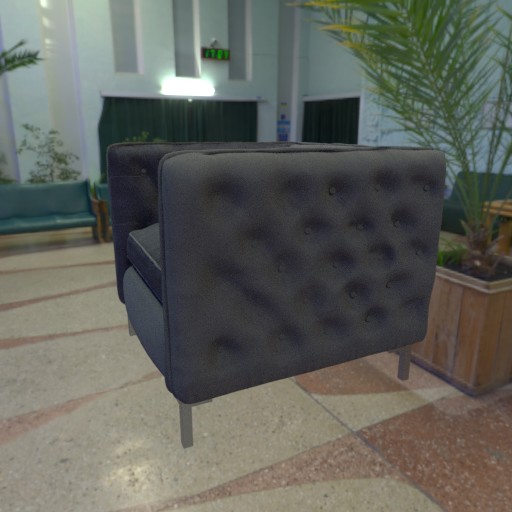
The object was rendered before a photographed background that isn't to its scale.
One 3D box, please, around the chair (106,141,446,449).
[{"bbox_3d":[0.000,0.000,1.641,0.913,0.807,0.946,-7,17,-25],"label":"chair"}]
